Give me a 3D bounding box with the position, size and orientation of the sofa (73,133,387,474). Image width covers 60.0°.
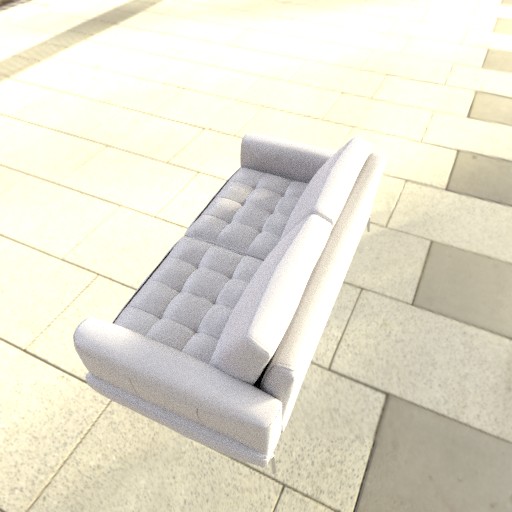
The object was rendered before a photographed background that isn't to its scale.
[{"bbox_3d":[0.000,0.000,2.760,1.121,0.930,2.177,18,48,16],"label":"sofa"}]
